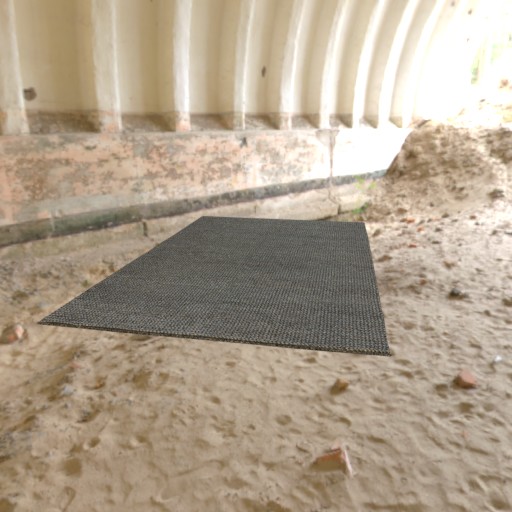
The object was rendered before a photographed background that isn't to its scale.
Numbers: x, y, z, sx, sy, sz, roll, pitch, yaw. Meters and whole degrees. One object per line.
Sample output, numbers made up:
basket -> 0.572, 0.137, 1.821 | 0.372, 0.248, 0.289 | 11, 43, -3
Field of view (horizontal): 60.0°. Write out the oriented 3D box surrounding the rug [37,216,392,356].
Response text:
rug -> 0.000, 0.000, 2.991 | 1.538, 0.021, 2.443 | 3, 17, 10
